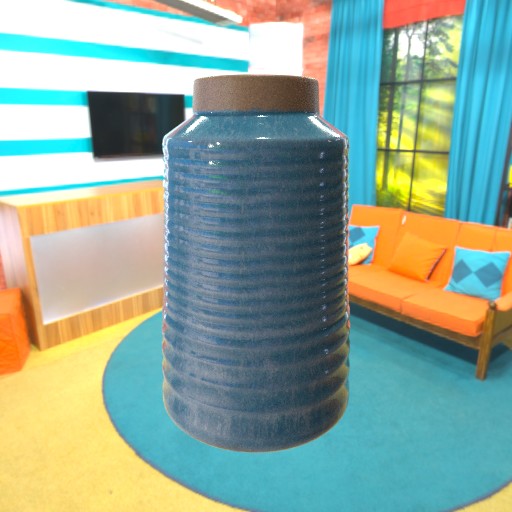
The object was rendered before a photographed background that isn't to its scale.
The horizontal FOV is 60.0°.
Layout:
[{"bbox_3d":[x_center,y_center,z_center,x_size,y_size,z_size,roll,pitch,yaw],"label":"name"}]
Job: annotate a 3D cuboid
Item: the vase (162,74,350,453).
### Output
[{"bbox_3d":[0.000,0.000,0.361,0.163,0.267,0.163,0,17,0],"label":"vase"}]
